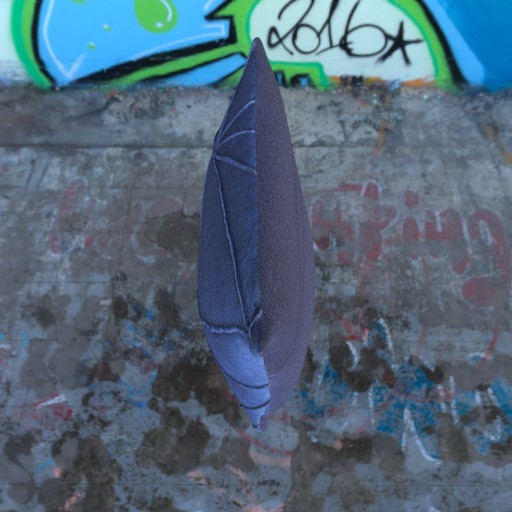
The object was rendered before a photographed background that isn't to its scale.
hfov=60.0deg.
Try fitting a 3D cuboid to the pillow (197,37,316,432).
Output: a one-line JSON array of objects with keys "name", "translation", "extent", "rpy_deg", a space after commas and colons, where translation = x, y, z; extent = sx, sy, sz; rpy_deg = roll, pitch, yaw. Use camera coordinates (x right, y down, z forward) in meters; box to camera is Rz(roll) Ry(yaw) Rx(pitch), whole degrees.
[{"name": "pillow", "translation": [0.000, 0.000, 0.669], "extent": [0.183, 0.440, 0.439], "rpy_deg": [0, 60, 0]}]
